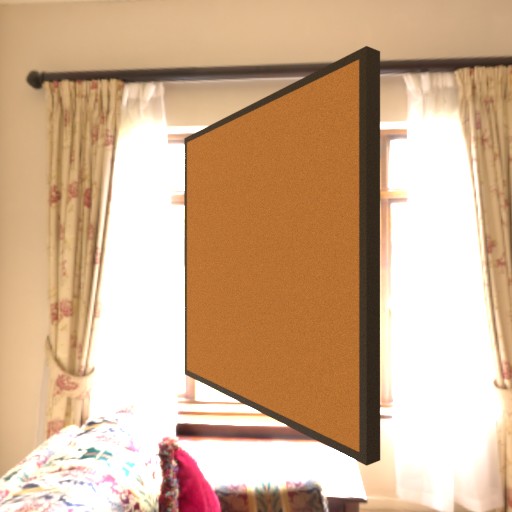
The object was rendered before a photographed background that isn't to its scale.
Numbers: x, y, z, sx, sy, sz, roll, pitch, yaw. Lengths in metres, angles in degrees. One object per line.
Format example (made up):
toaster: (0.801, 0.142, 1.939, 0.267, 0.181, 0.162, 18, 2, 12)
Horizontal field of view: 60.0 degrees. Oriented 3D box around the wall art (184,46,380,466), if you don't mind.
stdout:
wall art: (0.000, 0.000, 1.129, 0.038, 0.763, 0.763, 0, 0, -35)
